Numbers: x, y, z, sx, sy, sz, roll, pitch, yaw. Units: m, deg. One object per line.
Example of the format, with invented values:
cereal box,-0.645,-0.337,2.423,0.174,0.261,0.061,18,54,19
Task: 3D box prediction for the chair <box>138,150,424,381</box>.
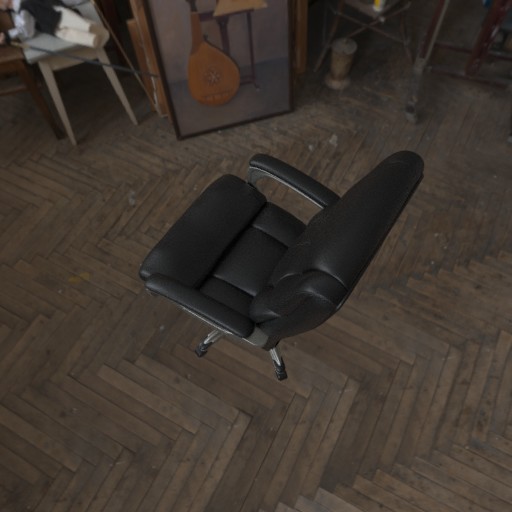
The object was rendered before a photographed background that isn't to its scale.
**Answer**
chair,0.000,0.000,1.582,0.739,1.155,0.663,31,67,15
